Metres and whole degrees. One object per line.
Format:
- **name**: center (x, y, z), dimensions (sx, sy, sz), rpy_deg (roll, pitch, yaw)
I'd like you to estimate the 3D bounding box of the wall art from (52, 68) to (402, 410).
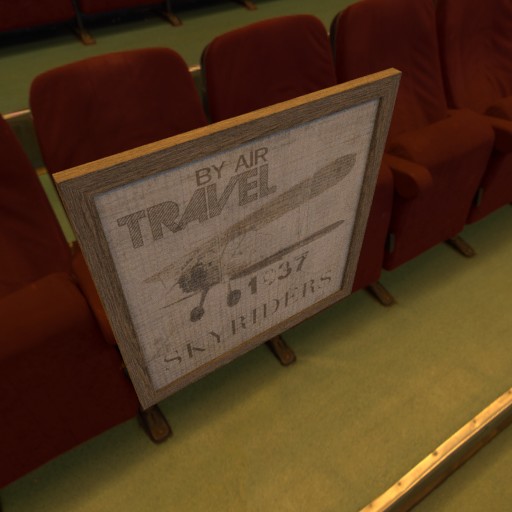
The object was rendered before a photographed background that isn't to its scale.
- **wall art**: center (0.000, 0.000, 0.744), dimensions (0.508, 0.508, 0.019), rpy_deg (-25, 50, -23)
